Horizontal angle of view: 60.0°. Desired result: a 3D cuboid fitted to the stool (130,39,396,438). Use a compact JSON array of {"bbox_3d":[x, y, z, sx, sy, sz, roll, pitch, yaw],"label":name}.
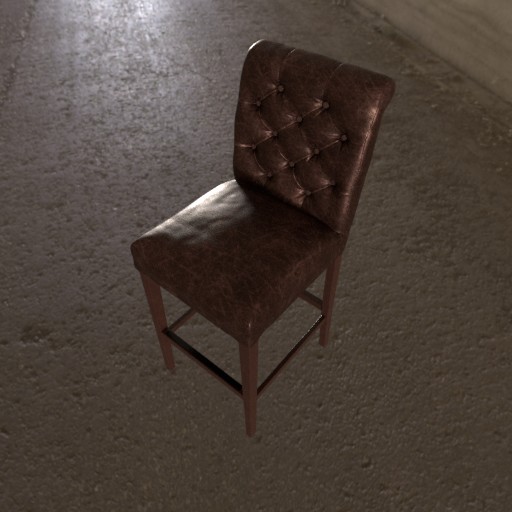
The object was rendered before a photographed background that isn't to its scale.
[{"bbox_3d":[0.000,0.000,1.516,0.483,1.168,0.659,30,53,26],"label":"stool"}]
